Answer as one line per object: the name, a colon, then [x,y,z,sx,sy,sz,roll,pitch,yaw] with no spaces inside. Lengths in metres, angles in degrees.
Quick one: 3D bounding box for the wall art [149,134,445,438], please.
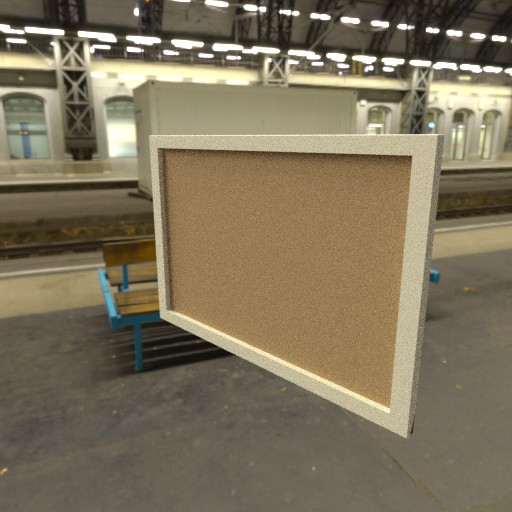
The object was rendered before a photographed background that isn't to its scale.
wall art: [0.000,0.000,1.459,1.144,0.767,0.038,14,21,43]
